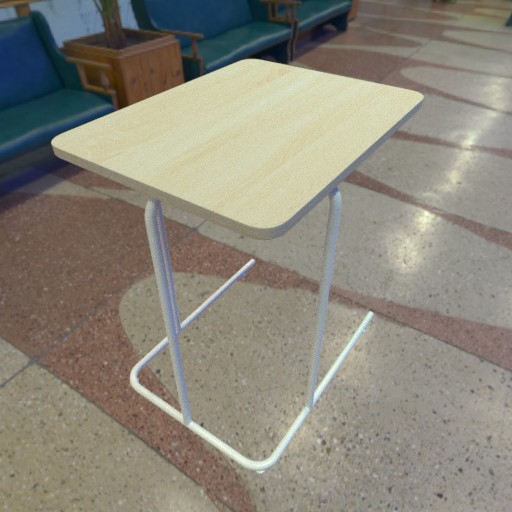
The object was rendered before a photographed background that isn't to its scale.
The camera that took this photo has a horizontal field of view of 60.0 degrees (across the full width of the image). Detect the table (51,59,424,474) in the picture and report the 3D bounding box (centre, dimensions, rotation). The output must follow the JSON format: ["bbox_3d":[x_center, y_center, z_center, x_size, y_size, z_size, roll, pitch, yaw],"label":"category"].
[{"bbox_3d":[0.000,0.000,0.843,0.370,0.550,0.480,24,45,26],"label":"table"}]
